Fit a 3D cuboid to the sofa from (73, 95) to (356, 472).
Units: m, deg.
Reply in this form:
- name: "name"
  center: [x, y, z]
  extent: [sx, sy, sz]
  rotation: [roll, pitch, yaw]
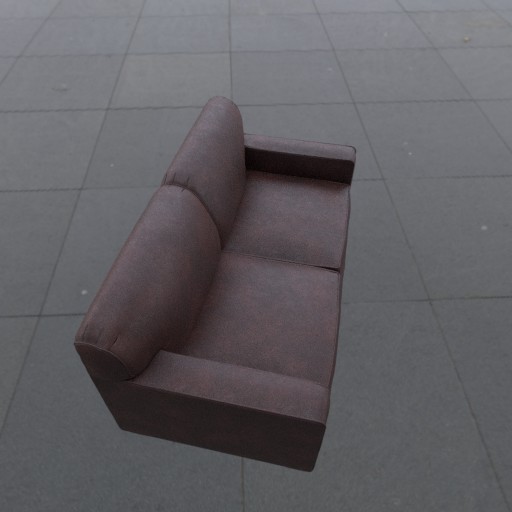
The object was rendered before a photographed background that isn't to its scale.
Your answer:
- name: "sofa"
  center: [0.000, 0.000, 2.414]
  extent: [1.000, 0.966, 1.856]
  rotation: [9, 48, 8]
